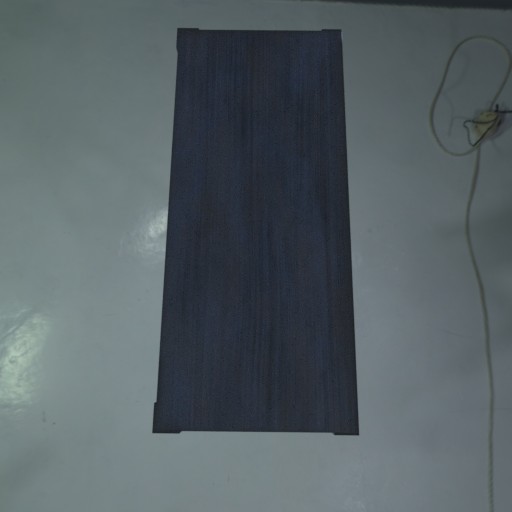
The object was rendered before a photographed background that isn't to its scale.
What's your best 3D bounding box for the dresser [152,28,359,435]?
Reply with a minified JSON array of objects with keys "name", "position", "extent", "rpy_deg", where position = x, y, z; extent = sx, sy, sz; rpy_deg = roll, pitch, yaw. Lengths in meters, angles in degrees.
[{"name":"dresser","position":[0.000,0.000,1.574],"extent":[0.463,0.986,1.049],"rpy_deg":[1,76,0]}]
